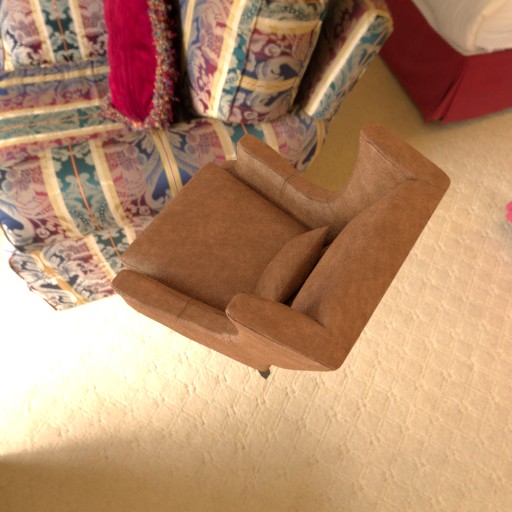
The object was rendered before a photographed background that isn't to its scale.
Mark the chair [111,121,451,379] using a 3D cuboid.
[{"bbox_3d":[0.000,0.000,1.699,0.926,1.016,0.853,32,68,15],"label":"chair"}]
